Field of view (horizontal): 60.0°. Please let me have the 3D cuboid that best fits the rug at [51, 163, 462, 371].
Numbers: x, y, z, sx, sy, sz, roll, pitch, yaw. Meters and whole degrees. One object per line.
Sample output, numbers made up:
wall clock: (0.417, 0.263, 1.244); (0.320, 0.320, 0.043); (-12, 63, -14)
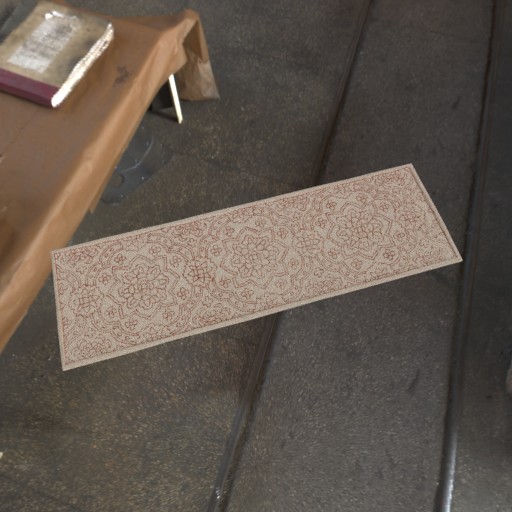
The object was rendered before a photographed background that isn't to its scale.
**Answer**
rug: (0.000, 0.000, 2.748); (2.448, 0.012, 0.769); (-15, 66, -7)
